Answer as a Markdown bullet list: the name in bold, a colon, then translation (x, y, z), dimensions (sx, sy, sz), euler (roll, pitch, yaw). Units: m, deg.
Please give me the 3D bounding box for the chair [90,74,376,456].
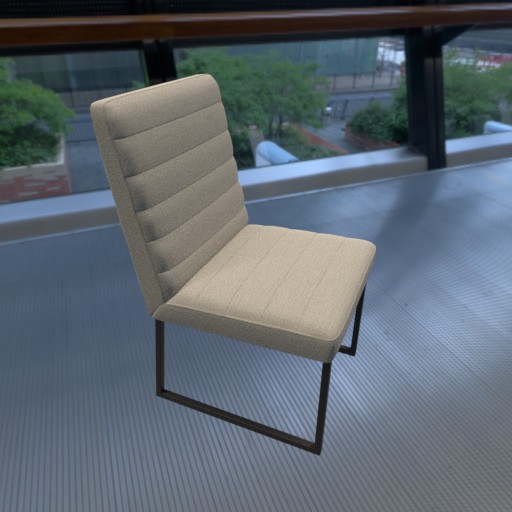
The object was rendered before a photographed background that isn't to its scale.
- **chair**: translation (0.000, 0.000, 1.314), dimensions (0.634, 0.930, 0.520), euler (12, 32, 20)
